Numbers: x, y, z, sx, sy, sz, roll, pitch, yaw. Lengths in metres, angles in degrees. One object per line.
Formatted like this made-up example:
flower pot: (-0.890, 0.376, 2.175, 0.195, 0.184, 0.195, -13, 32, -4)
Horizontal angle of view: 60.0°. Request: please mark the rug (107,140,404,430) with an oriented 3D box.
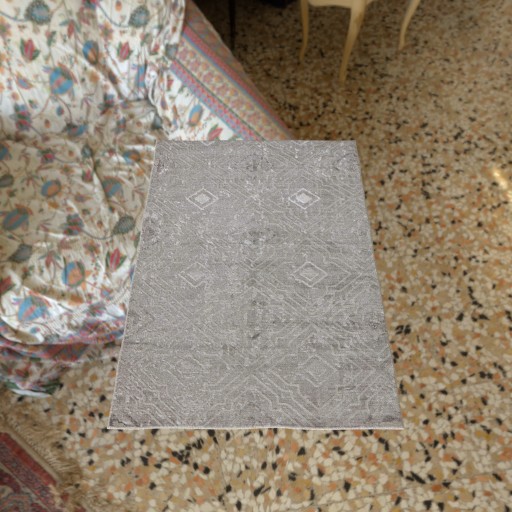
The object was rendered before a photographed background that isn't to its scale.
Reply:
rug: (0.000, 0.000, 4.525, 2.448, 0.020, 3.359, 0, 58, 0)
